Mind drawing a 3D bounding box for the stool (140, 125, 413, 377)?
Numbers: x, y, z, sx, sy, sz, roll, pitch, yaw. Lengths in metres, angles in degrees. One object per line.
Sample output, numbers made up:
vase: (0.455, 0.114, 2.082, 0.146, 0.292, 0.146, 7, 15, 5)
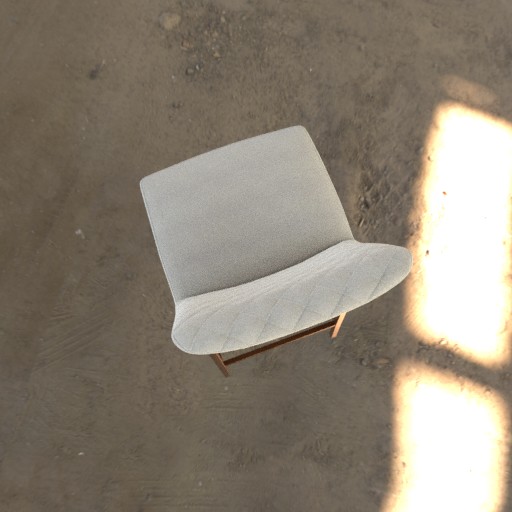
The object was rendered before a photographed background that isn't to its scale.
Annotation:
stool: (0.000, 0.000, 1.303, 0.507, 0.973, 0.576, -19, 76, -5)
